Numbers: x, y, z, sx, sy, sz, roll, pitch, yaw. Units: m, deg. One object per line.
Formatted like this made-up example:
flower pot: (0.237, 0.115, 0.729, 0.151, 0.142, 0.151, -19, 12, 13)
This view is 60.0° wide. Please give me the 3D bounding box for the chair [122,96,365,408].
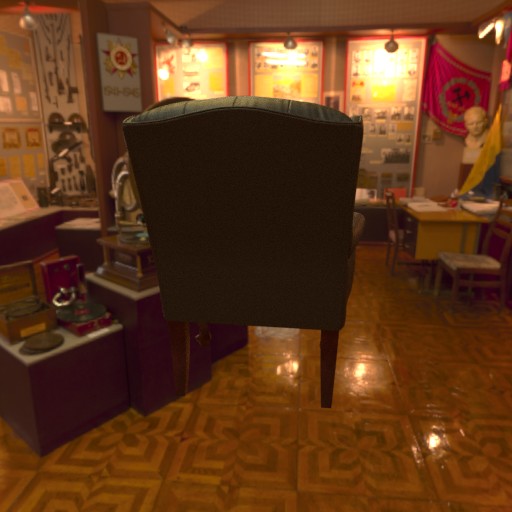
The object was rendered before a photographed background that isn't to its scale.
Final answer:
chair: (0.000, 0.000, 1.691, 0.838, 1.111, 0.762, 2, 16, 8)
